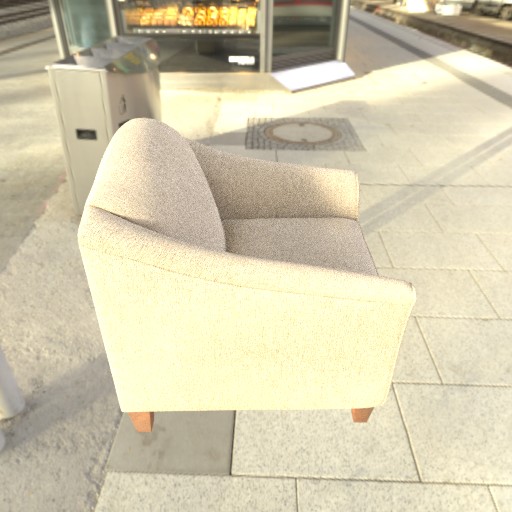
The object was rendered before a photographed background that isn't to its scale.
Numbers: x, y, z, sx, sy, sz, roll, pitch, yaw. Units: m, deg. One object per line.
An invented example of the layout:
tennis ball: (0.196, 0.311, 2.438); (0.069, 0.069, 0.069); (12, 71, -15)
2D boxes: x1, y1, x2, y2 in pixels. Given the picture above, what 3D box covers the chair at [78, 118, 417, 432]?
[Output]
chair: (0.000, 0.000, 1.420); (0.787, 0.839, 0.763); (0, 33, 0)
